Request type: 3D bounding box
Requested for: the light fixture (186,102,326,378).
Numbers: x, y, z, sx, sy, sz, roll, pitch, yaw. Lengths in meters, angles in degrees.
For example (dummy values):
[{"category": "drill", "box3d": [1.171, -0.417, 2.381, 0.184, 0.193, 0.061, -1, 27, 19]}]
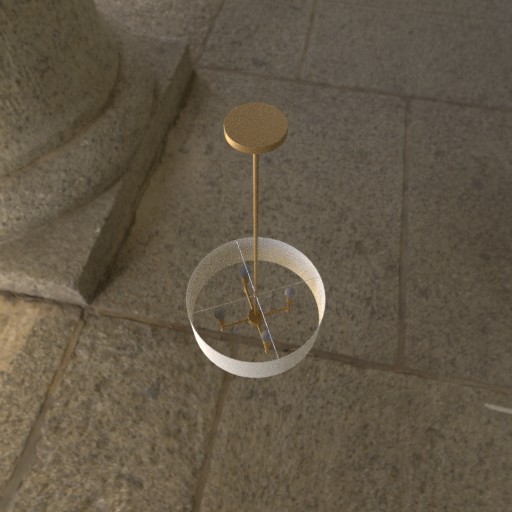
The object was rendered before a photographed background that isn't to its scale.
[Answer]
[{"category": "light fixture", "box3d": [0.000, 0.000, 1.387, 0.508, 1.067, 0.508, 0, 59, 0]}]
